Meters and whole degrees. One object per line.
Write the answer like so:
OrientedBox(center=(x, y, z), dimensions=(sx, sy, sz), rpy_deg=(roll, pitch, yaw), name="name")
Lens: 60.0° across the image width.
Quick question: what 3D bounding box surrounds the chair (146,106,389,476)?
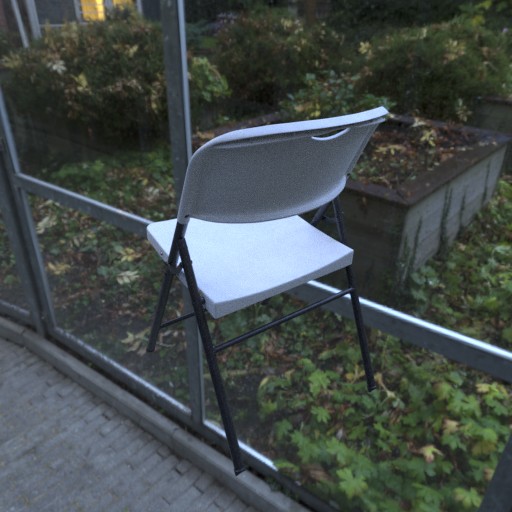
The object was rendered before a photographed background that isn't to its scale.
OrientedBox(center=(0.000, 0.000, 1.177), dimensions=(0.494, 0.810, 0.566), rpy_deg=(-19, 34, -30), name="chair")
